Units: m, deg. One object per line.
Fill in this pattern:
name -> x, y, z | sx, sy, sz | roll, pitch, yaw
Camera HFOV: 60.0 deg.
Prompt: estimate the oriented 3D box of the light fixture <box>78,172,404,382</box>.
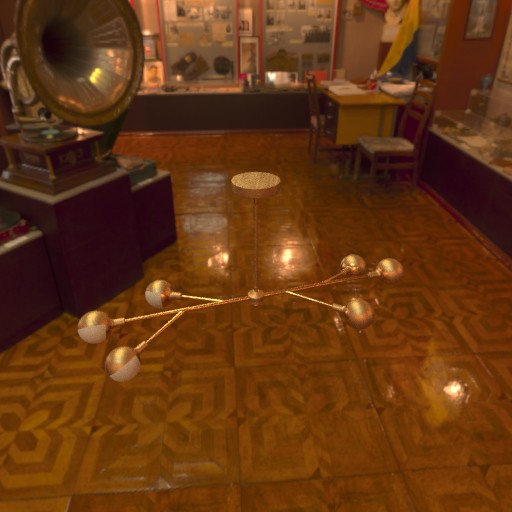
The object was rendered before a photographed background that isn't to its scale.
light fixture -> 0.000, 0.000, 1.006 | 0.778, 0.362, 0.434 | -1, 30, -2
